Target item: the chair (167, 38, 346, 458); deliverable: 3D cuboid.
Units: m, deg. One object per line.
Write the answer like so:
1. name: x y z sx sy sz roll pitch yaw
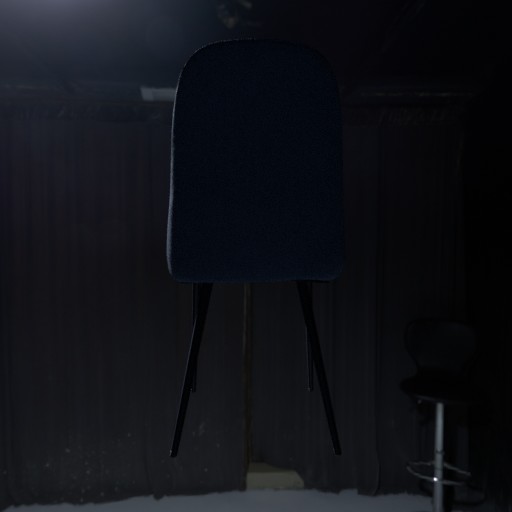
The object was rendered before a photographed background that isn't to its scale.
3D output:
1. chair: 0.000 0.000 1.188 0.478 0.896 0.559 0 2 -1
